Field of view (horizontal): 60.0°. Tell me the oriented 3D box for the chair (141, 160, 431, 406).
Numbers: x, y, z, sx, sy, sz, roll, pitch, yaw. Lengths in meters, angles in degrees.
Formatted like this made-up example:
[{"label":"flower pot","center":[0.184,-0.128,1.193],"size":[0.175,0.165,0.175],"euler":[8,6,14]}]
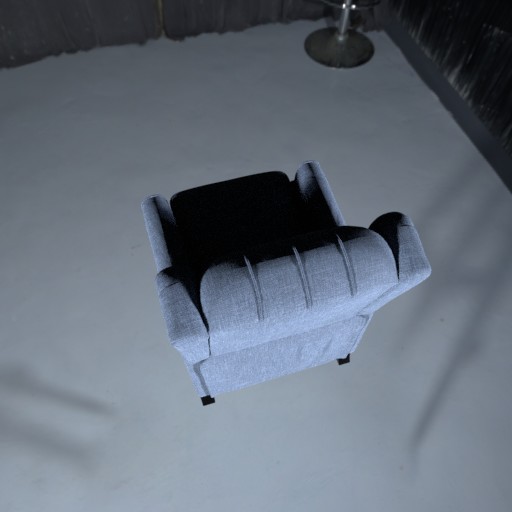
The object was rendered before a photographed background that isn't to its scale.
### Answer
[{"label":"chair","center":[0.000,0.000,1.655],"size":[0.742,1.035,0.898],"euler":[-14,59,-9]}]
